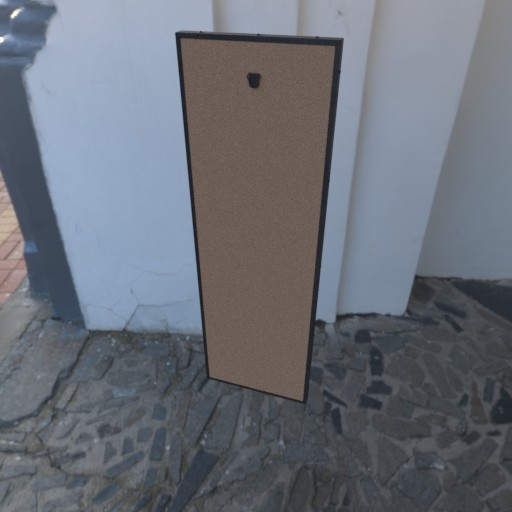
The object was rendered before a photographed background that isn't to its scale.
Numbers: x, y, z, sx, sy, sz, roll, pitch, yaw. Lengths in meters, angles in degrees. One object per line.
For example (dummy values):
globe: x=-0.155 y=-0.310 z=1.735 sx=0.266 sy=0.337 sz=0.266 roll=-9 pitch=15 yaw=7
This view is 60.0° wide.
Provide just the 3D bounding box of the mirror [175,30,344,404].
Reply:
mirror: x=0.000 y=0.000 z=1.195 sx=0.354 sy=1.080 sz=0.042 roll=10 pitch=35 yaw=15
